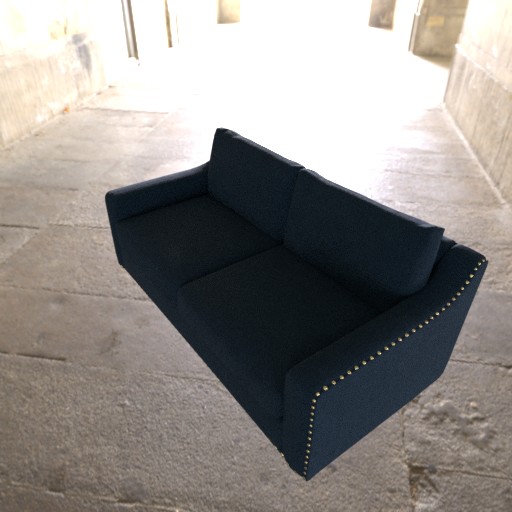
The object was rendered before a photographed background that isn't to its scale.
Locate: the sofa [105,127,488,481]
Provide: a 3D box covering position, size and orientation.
[{"bbox_3d":[0.000,0.000,2.633,1.104,0.983,2.107,-22,40,-30],"label":"sofa"}]
